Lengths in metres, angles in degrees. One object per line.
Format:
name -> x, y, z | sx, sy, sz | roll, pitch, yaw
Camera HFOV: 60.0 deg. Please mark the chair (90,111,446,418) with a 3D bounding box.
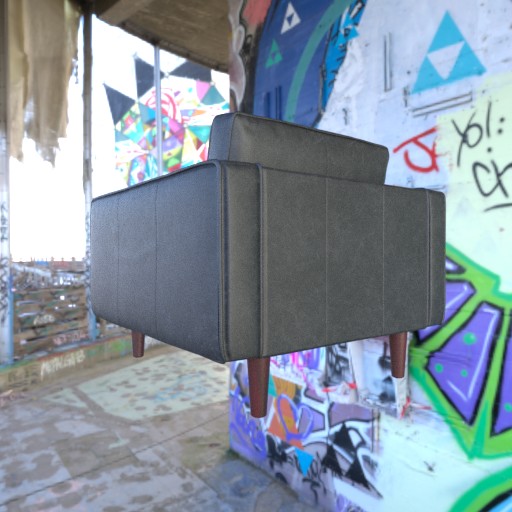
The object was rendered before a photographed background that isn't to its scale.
chair -> 0.000, 0.000, 1.532 | 0.889, 0.763, 0.914 | 0, 1, -37
